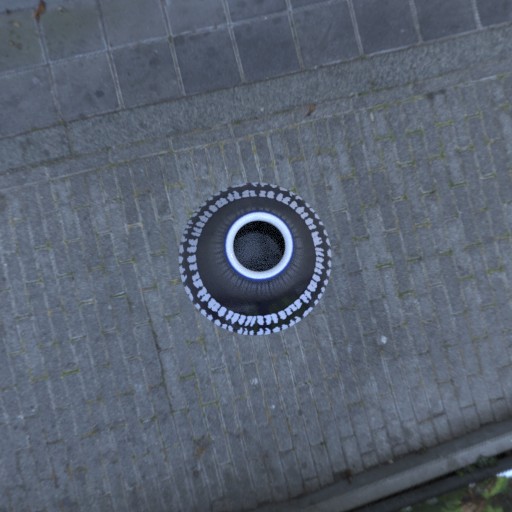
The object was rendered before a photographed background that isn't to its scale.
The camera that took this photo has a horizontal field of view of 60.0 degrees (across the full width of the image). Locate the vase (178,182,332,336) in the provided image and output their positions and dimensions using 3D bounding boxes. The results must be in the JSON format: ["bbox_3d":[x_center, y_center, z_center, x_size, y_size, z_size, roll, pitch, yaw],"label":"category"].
[{"bbox_3d":[0.000,0.000,0.387,0.159,0.295,0.159,0,88,-1],"label":"vase"}]
